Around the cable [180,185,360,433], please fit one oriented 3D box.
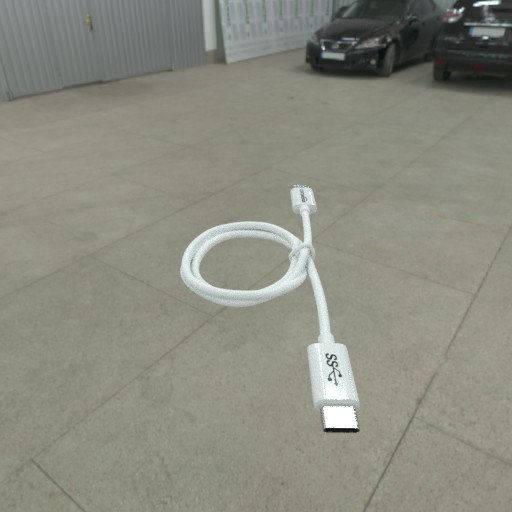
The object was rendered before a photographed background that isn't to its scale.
[{"bbox_3d":[0.000,0.000,0.209,0.070,0.014,0.186,0,31,1],"label":"cable"}]
